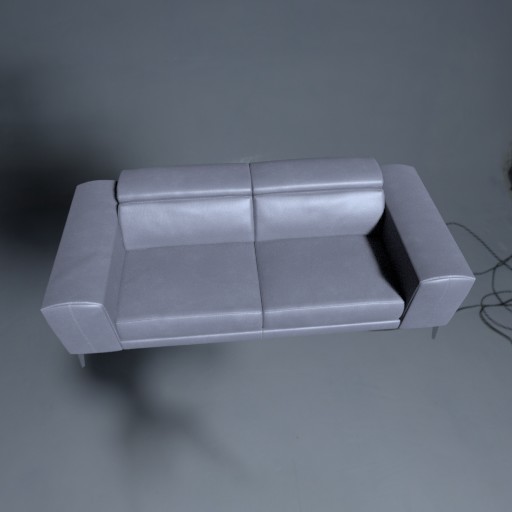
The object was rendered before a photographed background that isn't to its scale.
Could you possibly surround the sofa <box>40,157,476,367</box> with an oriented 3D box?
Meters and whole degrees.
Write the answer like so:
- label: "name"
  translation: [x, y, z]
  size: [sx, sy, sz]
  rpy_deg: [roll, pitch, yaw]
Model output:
- label: "sofa"
  translation: [0.000, 0.000, 2.843]
  size: [2.330, 0.814, 1.048]
  rpy_deg: [-4, 47, -3]
